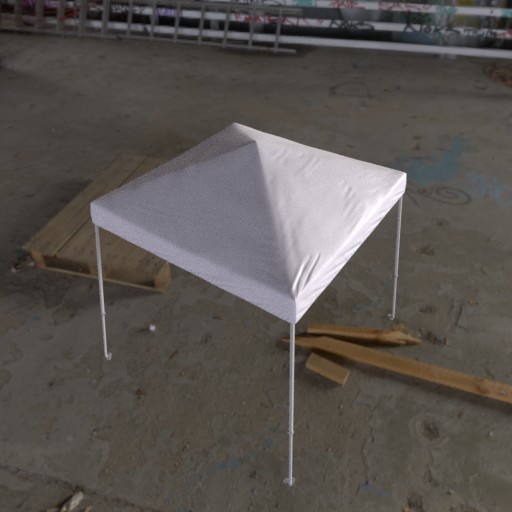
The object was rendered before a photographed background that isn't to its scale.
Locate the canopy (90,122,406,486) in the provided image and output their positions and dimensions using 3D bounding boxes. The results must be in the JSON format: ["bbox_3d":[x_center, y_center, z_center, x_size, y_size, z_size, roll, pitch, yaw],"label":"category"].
[{"bbox_3d":[0.000,0.000,5.154,2.849,2.850,2.850,24,46,26],"label":"canopy"}]
